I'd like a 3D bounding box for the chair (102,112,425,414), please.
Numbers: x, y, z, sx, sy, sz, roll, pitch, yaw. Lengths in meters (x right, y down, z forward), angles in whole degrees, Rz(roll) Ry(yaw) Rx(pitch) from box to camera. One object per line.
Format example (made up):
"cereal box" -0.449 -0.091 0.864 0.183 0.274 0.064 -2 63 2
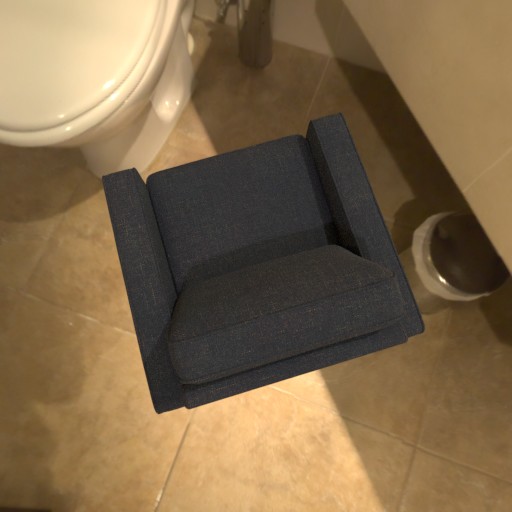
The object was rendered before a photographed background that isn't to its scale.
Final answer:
"chair" 0.000 0.000 1.745 1.017 0.919 0.940 -16 76 -4
